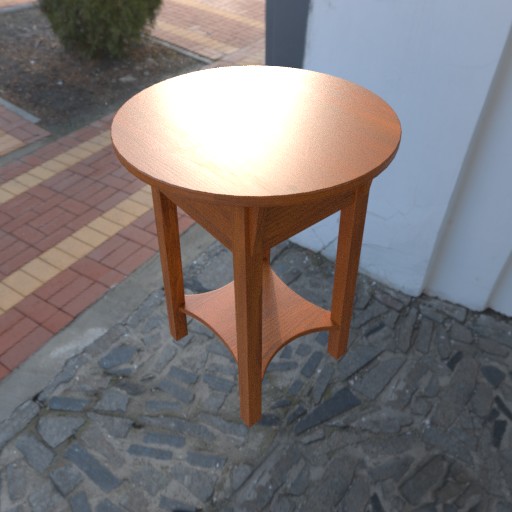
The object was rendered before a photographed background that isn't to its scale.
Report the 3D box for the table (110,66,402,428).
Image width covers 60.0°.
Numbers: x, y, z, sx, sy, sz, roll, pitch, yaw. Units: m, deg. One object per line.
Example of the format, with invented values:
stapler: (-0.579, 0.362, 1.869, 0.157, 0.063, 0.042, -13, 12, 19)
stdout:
table: (0.000, 0.000, 0.919, 0.457, 0.610, 0.457, 0, 42, 0)
